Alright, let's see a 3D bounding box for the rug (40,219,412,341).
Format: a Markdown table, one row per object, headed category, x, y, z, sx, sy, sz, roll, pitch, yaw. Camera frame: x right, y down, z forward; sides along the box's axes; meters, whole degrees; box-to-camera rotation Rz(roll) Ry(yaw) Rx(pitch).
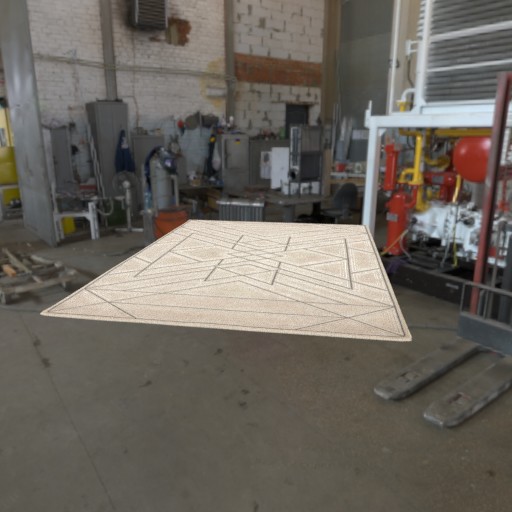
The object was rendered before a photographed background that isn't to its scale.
| category | x | y | z | sx | sy | sz | roll | pitch | yaw |
| --- | --- | --- | --- | --- | --- | --- | --- | --- | --- |
| rug | 0.000 | 0.000 | 4.415 | 2.436 | 0.026 | 3.381 | 3 | 16 | 9 |
